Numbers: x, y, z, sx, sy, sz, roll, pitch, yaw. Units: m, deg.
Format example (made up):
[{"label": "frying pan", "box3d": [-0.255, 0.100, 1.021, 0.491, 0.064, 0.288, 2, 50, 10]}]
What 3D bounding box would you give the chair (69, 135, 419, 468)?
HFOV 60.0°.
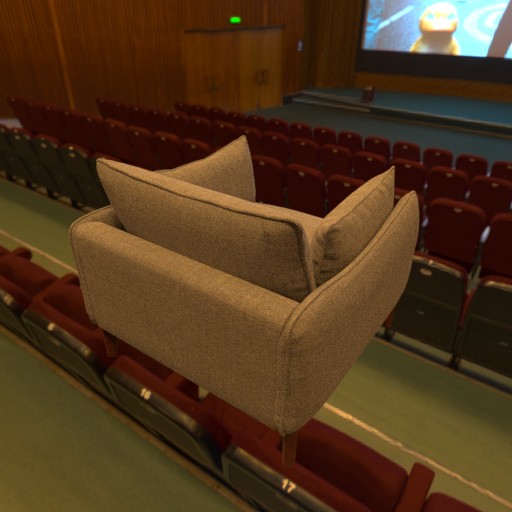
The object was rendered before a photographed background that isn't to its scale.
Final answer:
[{"label": "chair", "box3d": [0.000, 0.000, 1.713, 0.993, 0.839, 0.976, 20, 37, 30]}]
